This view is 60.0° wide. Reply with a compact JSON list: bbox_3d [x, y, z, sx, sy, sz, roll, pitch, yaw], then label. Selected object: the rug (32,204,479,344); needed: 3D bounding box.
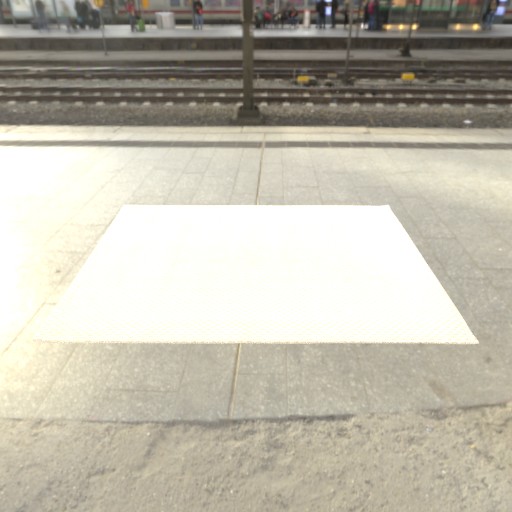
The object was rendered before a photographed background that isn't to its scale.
[{"bbox_3d":[0.000,0.000,3.849,2.897,0.035,2.277,0,29,0],"label":"rug"}]
